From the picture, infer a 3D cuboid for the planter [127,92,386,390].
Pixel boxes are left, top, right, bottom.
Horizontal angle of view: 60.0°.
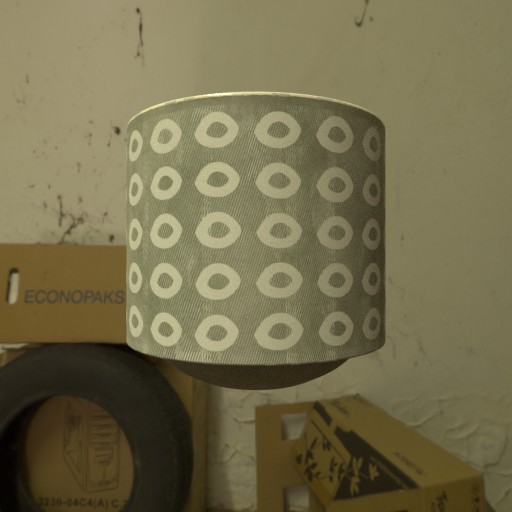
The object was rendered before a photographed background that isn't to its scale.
[{"bbox_3d":[0.000,0.000,0.339,0.190,0.181,0.190,0,0,0],"label":"planter"}]
